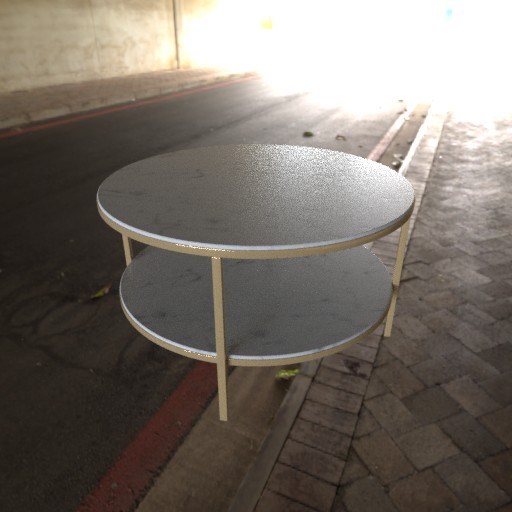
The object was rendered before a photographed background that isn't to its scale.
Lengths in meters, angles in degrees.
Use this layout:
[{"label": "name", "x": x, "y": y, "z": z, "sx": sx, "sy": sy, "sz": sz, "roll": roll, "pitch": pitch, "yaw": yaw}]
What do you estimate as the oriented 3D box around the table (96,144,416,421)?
[{"label": "table", "x": 0.000, "y": 0.000, "z": 1.266, "sx": 0.800, "sy": 0.450, "sz": 0.800, "roll": 0, "pitch": 27, "yaw": 0}]
